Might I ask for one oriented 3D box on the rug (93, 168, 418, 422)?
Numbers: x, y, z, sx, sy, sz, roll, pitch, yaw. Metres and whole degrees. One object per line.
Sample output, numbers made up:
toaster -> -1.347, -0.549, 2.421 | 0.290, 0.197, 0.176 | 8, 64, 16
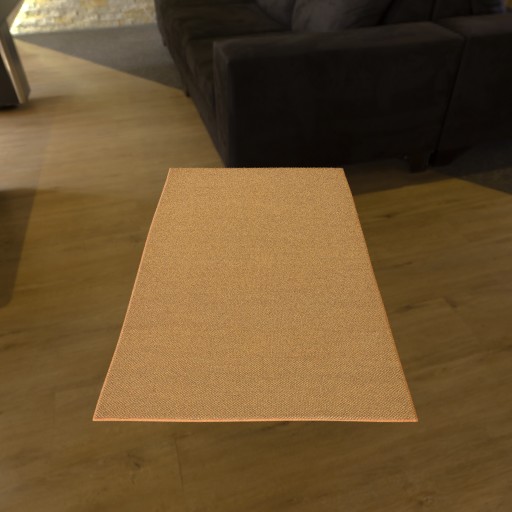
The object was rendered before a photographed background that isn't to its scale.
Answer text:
rug -> 0.000, 0.000, 2.087 | 1.078, 0.013, 1.678 | 0, 40, 0
